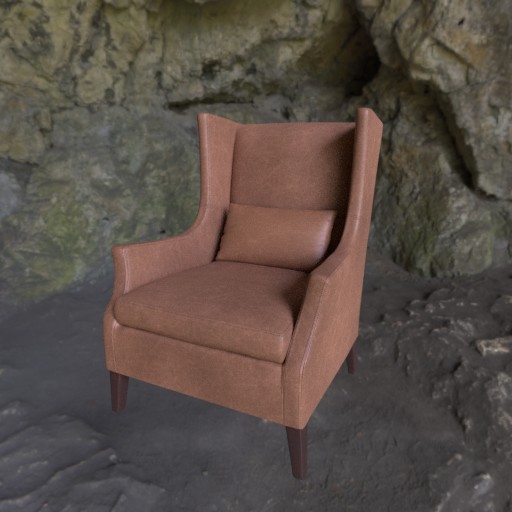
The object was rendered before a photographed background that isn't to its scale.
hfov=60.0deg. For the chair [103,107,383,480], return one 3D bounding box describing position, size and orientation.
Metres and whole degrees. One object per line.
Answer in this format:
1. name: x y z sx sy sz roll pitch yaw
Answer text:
1. chair: 0.000 0.000 1.711 0.815 1.088 0.913 8 17 26
